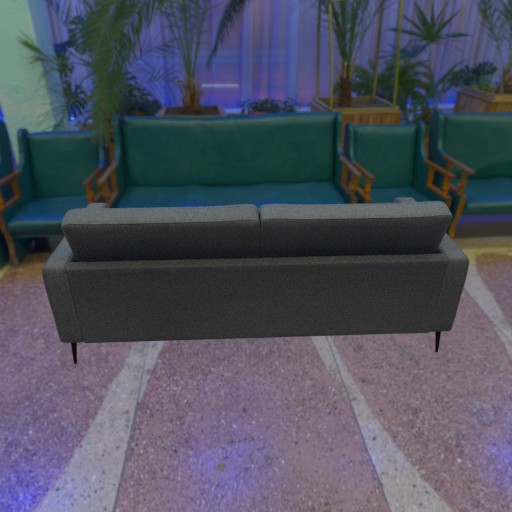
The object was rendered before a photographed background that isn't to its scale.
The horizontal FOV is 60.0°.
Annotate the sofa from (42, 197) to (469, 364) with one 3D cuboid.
[{"bbox_3d":[0.000,0.000,2.377,1.925,0.828,0.774,-1,29,-2],"label":"sofa"}]
